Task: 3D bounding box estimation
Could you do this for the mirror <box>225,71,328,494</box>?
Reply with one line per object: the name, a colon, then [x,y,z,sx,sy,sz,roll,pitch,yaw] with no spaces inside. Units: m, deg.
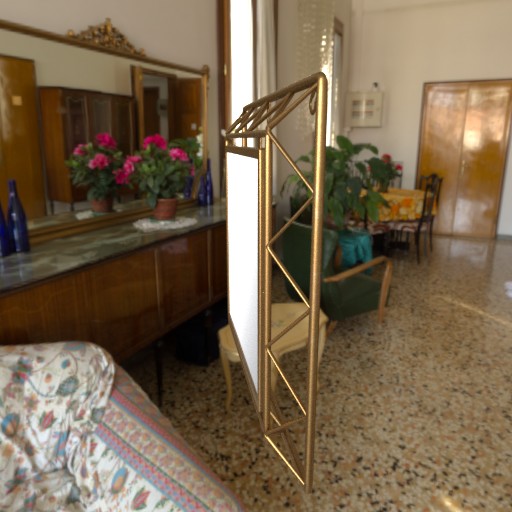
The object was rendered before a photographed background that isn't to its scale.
mirror: [0.000,0.000,0.601,0.046,0.414,0.416,-3,15,-10]
